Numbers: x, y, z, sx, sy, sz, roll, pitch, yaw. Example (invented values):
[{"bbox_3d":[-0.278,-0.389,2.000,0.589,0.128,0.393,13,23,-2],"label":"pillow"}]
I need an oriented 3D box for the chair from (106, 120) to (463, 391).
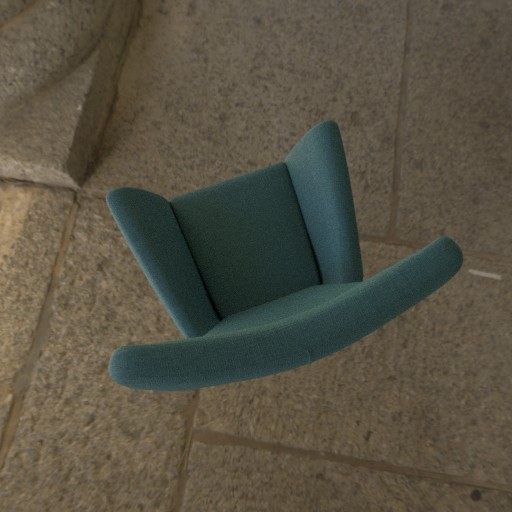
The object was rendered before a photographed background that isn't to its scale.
[{"bbox_3d":[0.000,0.000,1.728,1.050,0.980,0.900,-19,75,-5],"label":"chair"}]
